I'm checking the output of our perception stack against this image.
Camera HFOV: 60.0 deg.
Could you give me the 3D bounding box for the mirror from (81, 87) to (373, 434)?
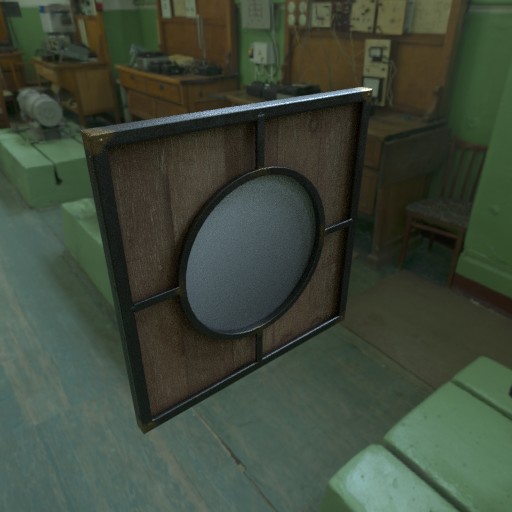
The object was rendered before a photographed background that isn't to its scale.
[{"bbox_3d":[0.000,0.000,0.581,0.382,0.381,0.020,-21,36,-33],"label":"mirror"}]
